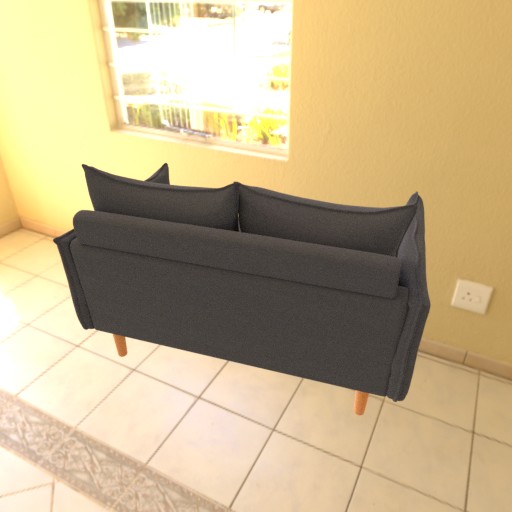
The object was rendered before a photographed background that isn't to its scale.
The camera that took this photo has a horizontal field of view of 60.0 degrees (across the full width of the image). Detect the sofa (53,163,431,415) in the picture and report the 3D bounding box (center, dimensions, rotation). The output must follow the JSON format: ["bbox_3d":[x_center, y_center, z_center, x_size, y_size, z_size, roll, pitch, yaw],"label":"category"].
[{"bbox_3d":[0.000,0.000,1.842,1.300,0.840,0.820,9,33,15],"label":"sofa"}]
